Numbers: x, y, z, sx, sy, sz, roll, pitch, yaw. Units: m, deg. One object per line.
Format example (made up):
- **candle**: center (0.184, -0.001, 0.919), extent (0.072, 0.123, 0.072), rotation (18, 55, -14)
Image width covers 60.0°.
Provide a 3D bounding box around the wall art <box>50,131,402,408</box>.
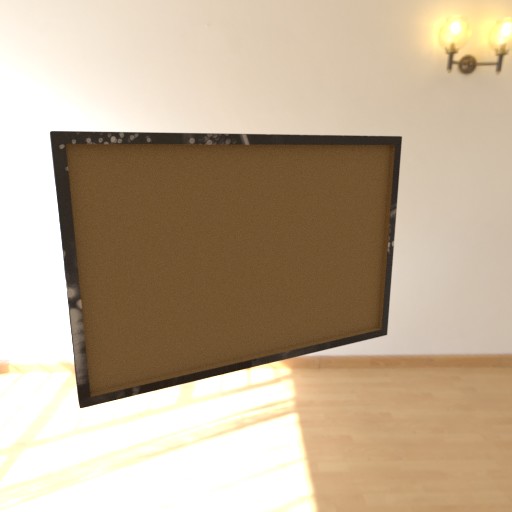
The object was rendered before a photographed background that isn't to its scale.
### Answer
- **wall art**: center (0.000, 0.000, 1.150), extent (0.914, 0.609, 0.038), rotation (-7, 15, -26)
